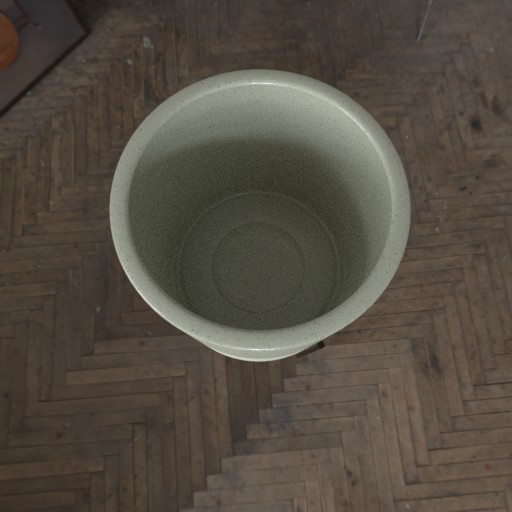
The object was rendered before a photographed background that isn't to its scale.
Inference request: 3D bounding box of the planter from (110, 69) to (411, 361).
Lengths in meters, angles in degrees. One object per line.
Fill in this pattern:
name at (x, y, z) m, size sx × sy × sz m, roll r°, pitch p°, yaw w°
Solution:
planter at (0.000, 0.000, 0.689) m, size 0.323 × 0.475 × 0.314 m, roll 1°, pitch 75°, yaw 0°
